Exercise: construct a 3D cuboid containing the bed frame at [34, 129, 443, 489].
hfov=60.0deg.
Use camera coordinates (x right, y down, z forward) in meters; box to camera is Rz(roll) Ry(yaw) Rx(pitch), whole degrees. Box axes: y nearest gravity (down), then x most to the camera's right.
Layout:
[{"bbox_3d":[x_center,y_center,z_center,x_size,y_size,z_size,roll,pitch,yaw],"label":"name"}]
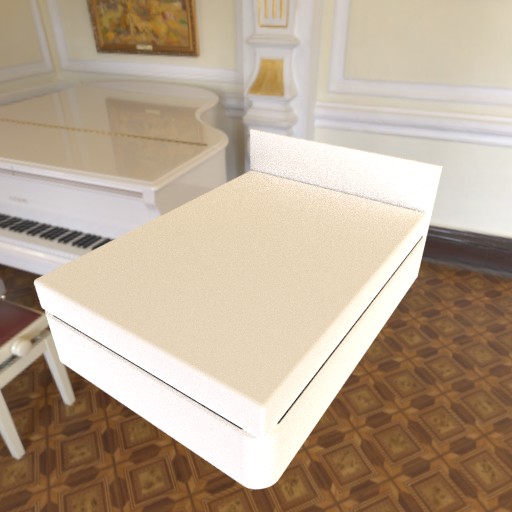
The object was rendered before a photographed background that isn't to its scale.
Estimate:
[{"bbox_3d":[0.000,0.000,2.532,1.400,0.800,1.900,20,37,29],"label":"bed frame"}]
